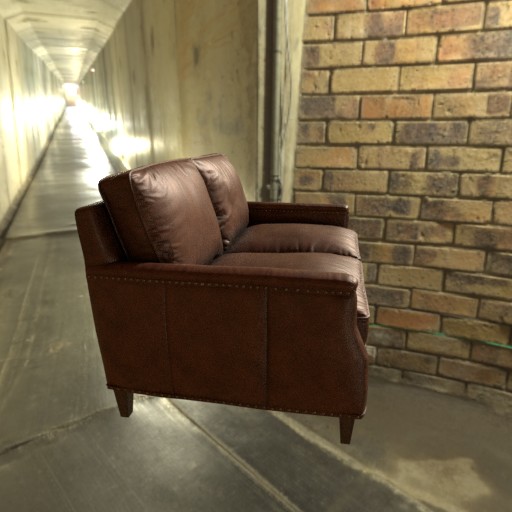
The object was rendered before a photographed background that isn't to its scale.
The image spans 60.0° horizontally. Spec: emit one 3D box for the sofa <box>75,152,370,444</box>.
[{"bbox_3d":[0.000,0.000,2.299,1.083,1.003,1.628,3,16,10],"label":"sofa"}]
